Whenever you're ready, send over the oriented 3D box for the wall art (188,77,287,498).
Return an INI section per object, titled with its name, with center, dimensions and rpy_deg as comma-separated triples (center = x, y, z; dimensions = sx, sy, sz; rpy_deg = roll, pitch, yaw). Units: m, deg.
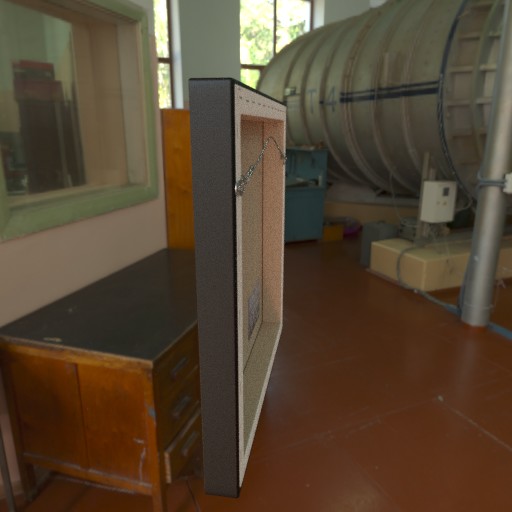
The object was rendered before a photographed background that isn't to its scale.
[wall art]
center = 0.000, 0.000, 0.594
dimensions = 0.041, 0.407, 0.406
rpy_deg = 3, 16, 9
